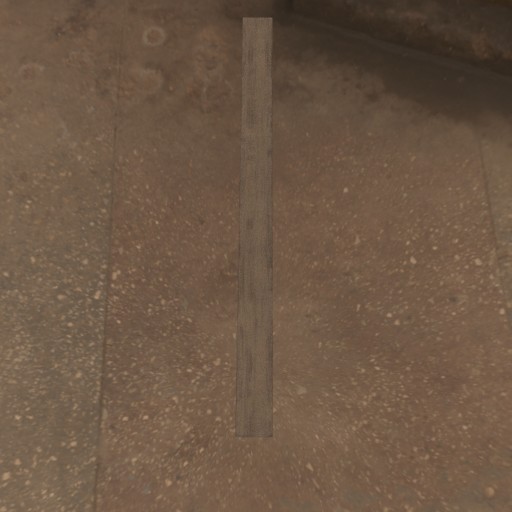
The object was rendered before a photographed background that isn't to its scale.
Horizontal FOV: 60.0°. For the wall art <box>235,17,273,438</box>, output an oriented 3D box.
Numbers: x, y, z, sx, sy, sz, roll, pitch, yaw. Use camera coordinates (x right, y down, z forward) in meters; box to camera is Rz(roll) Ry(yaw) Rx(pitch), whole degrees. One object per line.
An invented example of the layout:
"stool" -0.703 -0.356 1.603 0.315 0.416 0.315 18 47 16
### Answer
"wall art" 0.000 0.000 0.757 0.038 0.508 0.508 0 76 0
